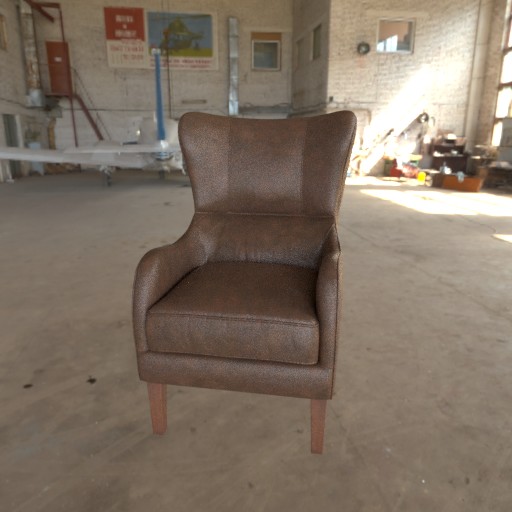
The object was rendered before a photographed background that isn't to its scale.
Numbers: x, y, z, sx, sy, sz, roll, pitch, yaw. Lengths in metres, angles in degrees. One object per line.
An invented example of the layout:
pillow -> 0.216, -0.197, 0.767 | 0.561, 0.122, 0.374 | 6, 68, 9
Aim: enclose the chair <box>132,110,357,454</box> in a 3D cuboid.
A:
chair -> 0.000, 0.000, 1.642 | 0.692, 1.048, 0.914 | 3, 15, 10
